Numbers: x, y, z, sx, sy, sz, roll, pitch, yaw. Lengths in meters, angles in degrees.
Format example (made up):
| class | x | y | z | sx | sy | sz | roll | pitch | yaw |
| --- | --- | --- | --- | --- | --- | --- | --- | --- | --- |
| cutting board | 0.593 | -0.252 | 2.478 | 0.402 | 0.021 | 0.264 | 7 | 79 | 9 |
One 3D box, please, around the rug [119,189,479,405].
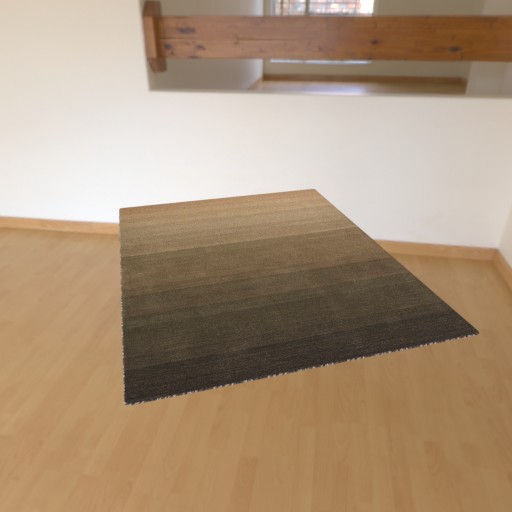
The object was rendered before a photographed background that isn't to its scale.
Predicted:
| class | x | y | z | sx | sy | sz | roll | pitch | yaw |
| --- | --- | --- | --- | --- | --- | --- | --- | --- | --- |
| rug | 0.000 | 0.000 | 3.905 | 2.306 | 0.017 | 2.902 | -8 | 29 | -14 |
